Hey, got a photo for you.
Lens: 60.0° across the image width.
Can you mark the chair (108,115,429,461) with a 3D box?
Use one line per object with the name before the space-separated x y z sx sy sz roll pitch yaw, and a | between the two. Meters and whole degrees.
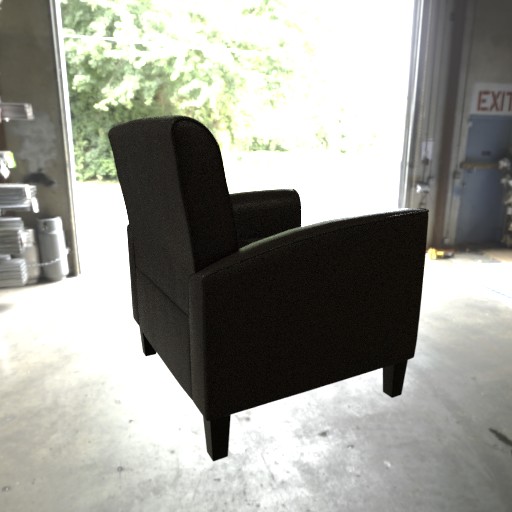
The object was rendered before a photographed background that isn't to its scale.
chair | 0.000 0.000 1.574 0.819 0.916 0.820 -7 16 -27
